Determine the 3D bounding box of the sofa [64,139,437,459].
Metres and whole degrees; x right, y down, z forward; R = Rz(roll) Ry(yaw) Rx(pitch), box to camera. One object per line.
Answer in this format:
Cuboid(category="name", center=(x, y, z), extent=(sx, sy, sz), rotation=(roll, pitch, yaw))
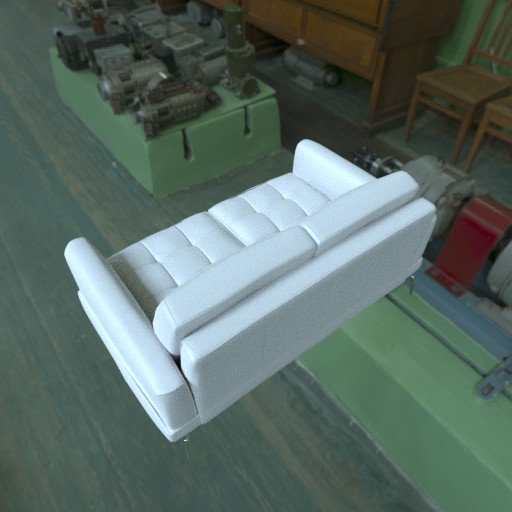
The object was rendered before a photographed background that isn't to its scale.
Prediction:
Cuboid(category="sofa", center=(0.000, 0.000, 2.499), extent=(1.819, 0.930, 1.121), rotation=(-29, 52, -26))
